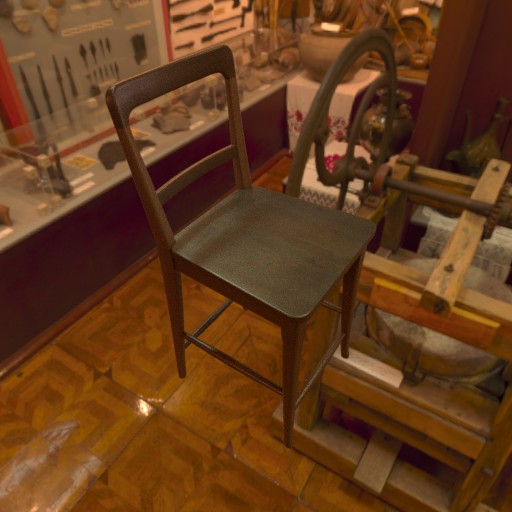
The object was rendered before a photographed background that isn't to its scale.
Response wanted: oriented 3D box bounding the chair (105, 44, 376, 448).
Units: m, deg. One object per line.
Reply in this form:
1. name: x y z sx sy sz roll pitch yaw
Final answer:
1. chair: 0.000 0.000 1.282 0.546 0.991 0.450 23 45 25
